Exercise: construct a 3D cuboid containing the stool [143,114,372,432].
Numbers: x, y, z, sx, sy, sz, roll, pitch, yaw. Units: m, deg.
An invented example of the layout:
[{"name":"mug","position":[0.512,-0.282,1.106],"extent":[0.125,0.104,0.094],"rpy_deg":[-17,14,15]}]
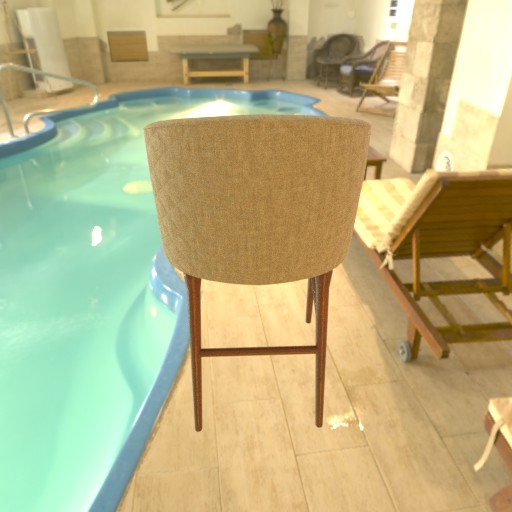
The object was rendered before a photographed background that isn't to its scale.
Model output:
[{"name":"stool","position":[0.000,0.000,1.344],"extent":[0.559,0.952,0.635],"rpy_deg":[-1,30,-2]}]
